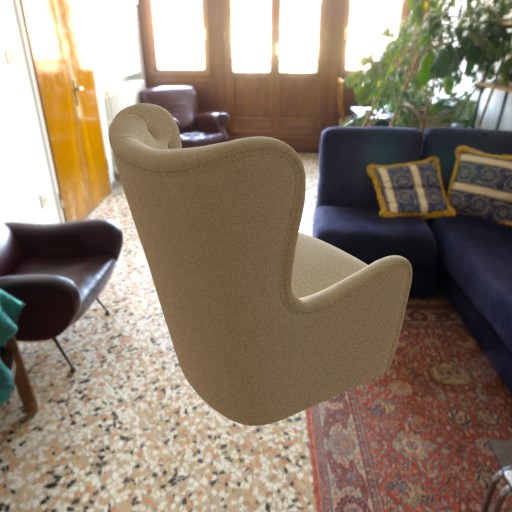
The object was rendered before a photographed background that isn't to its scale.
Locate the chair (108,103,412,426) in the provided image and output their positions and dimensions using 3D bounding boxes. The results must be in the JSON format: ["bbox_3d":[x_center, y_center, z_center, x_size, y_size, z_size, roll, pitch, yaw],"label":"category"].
[{"bbox_3d":[0.000,0.000,1.711,0.929,1.079,0.831,-16,31,-30],"label":"chair"}]
